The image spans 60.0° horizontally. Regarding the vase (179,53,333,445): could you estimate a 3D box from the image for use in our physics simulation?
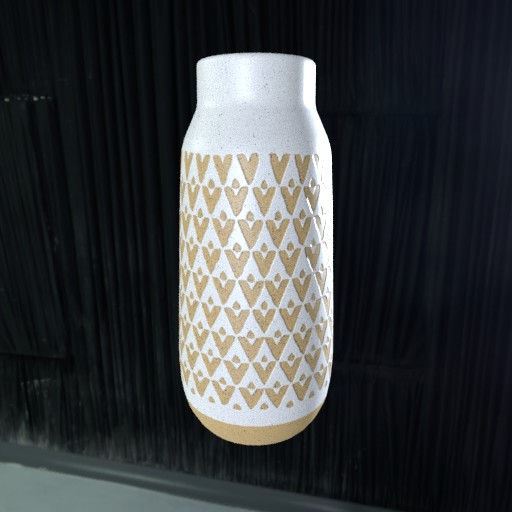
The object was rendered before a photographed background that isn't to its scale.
[{"bbox_3d":[0.000,0.000,0.380,0.137,0.307,0.137,0,15,0],"label":"vase"}]
